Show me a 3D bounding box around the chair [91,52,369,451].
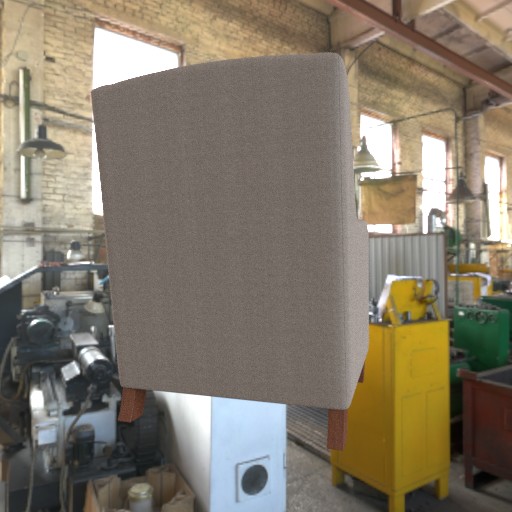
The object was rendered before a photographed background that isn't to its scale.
[{"bbox_3d":[0.000,0.000,1.557,0.715,1.017,0.890,0,-1,18],"label":"chair"}]
